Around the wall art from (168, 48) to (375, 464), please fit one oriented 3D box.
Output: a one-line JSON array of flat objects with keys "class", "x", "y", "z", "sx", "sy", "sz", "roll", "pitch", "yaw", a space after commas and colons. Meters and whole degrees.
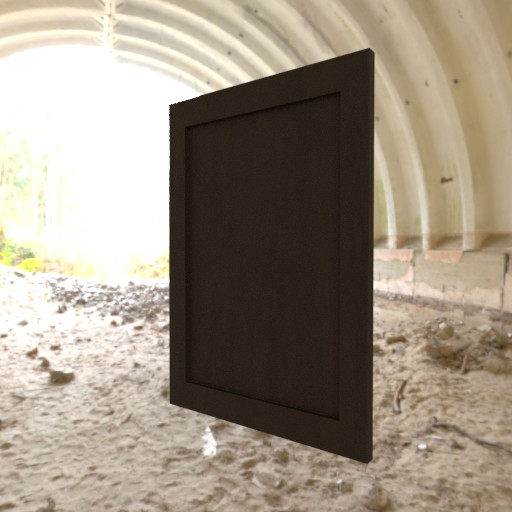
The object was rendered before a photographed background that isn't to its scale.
[{"class": "wall art", "x": 0.000, "y": 0.000, "z": 0.660, "sx": 0.359, "sy": 0.513, "sz": 0.017, "roll": 1, "pitch": 1, "yaw": 37}]
